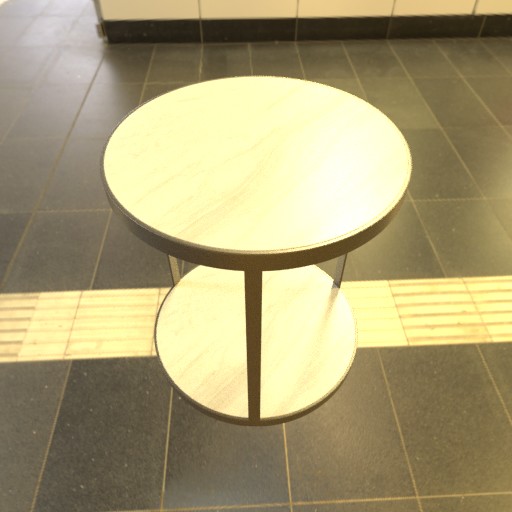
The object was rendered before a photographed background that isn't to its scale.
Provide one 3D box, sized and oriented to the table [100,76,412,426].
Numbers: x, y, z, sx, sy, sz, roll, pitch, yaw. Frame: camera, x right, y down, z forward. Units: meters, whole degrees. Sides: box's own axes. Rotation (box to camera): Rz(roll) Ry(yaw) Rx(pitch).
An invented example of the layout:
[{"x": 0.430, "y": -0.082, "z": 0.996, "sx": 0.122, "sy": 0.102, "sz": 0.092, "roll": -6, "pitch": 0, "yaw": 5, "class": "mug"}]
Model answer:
[{"x": 0.000, "y": 0.000, "z": 0.822, "sx": 0.445, "sy": 0.479, "sz": 0.445, "roll": 0, "pitch": 47, "yaw": 0, "class": "table"}]
